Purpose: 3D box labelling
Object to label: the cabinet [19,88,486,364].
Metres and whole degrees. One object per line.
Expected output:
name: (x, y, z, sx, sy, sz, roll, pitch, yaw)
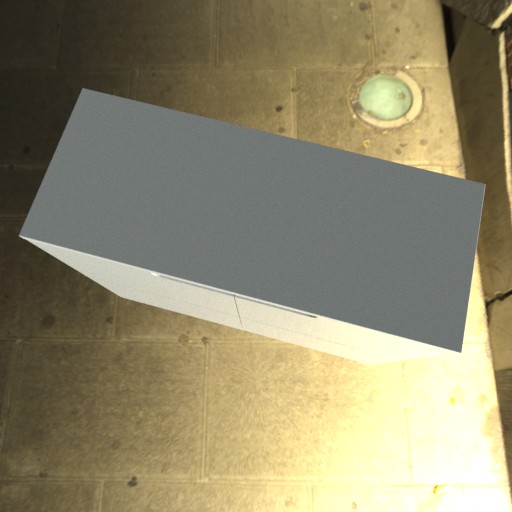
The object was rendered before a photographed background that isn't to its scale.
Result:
cabinet: (0.000, 0.000, 1.400, 1.000, 0.800, 0.400, 15, 75, 4)
